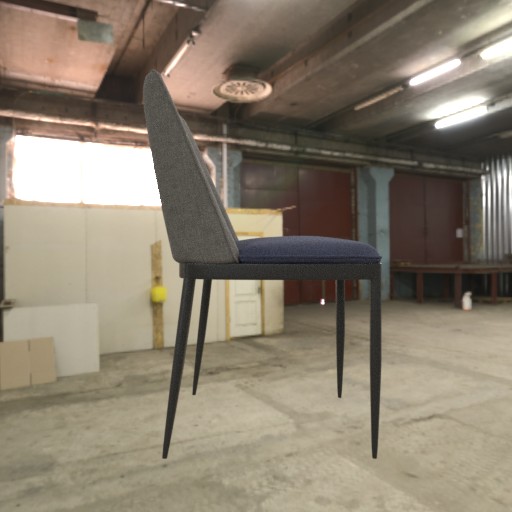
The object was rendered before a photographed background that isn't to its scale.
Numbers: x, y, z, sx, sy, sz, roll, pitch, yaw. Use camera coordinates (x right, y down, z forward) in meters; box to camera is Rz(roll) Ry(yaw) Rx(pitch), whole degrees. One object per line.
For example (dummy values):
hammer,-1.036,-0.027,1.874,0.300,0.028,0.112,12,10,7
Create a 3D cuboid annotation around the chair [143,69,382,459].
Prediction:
chair,0.000,0.000,1.143,0.550,0.855,0.488,0,0,0
